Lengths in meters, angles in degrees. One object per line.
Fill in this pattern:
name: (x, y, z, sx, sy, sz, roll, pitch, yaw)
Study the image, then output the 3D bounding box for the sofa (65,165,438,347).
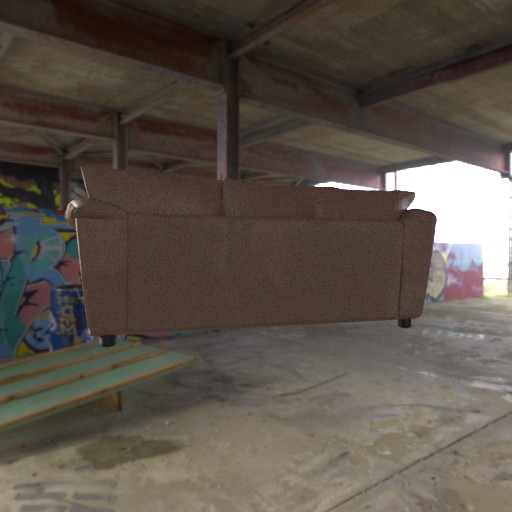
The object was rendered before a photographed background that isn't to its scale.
sofa: (0.000, 0.000, 2.971, 2.377, 0.981, 0.893, 0, 0, -19)
